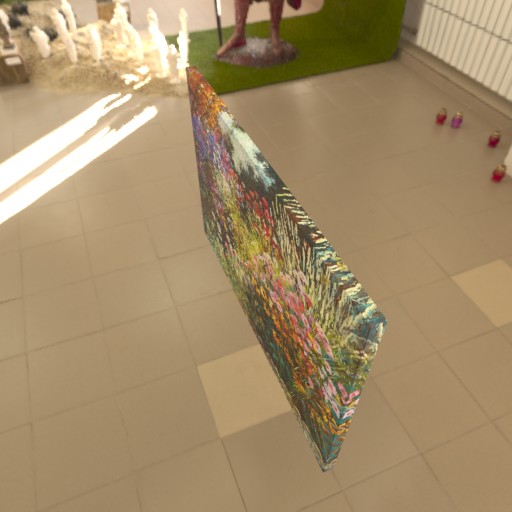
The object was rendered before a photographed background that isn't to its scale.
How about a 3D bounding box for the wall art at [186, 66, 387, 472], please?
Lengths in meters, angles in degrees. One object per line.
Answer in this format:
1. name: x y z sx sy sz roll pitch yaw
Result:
1. wall art: 0.000 0.000 1.413 0.042 0.760 1.136 -17 49 -15
